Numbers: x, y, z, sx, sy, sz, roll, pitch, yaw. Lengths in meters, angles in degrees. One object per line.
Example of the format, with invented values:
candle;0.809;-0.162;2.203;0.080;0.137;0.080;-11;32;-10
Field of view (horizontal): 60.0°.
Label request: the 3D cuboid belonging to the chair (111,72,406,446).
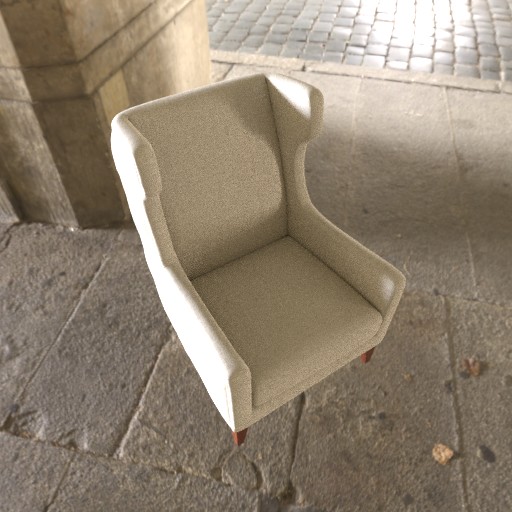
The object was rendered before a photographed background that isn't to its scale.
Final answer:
chair;0.000;0.000;1.734;0.778;1.079;0.899;-25;52;-22
